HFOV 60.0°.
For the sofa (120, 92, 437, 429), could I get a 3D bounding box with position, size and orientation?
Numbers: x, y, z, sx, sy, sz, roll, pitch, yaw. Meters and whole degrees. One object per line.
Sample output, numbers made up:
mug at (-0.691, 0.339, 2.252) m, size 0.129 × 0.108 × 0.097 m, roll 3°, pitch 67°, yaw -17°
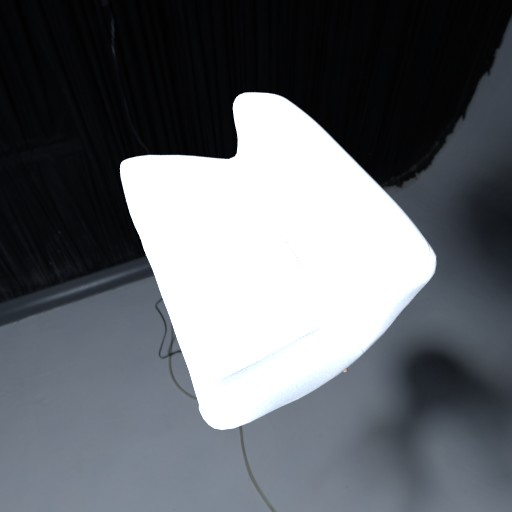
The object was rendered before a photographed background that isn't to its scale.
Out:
sofa at (0.000, 0.000, 2.015) m, size 0.921 × 0.878 × 1.424 m, roll -17°, pitch 49°, yaw -16°
